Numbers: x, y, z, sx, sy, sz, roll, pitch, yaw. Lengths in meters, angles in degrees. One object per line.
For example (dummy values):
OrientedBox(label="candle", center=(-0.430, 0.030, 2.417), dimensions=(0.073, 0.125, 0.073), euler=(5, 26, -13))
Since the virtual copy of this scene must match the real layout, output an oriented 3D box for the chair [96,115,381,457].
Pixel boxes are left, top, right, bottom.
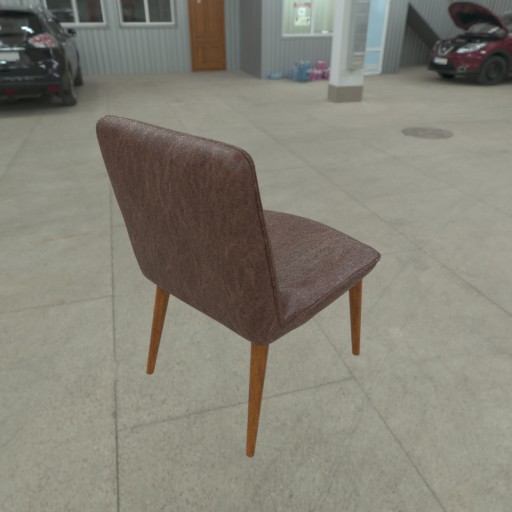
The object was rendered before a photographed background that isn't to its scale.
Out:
OrientedBox(label="chair", center=(0.000, 0.000, 1.256), dimensions=(0.543, 0.803, 0.645), euler=(21, 35, 33))
